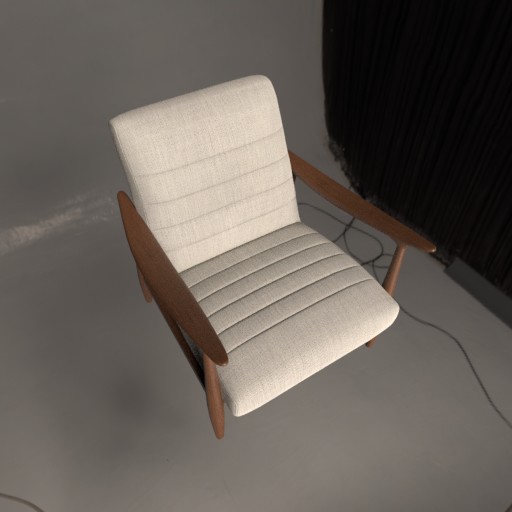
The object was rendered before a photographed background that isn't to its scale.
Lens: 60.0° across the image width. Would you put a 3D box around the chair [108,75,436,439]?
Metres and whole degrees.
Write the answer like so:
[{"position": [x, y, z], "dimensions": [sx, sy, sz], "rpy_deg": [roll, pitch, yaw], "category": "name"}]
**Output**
[{"position": [0.000, 0.000, 1.462], "dimensions": [0.741, 0.832, 0.798], "rpy_deg": [-24, 51, -22], "category": "chair"}]
